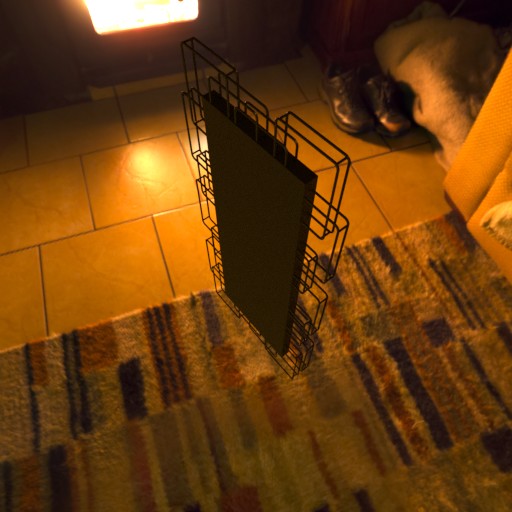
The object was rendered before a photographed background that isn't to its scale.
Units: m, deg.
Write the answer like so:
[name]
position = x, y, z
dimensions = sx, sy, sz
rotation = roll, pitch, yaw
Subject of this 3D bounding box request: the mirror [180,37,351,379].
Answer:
[mirror]
position = 0.000, 0.000, 1.380
dimensions = 0.037, 1.192, 0.565
rotation = -34, 63, -20
